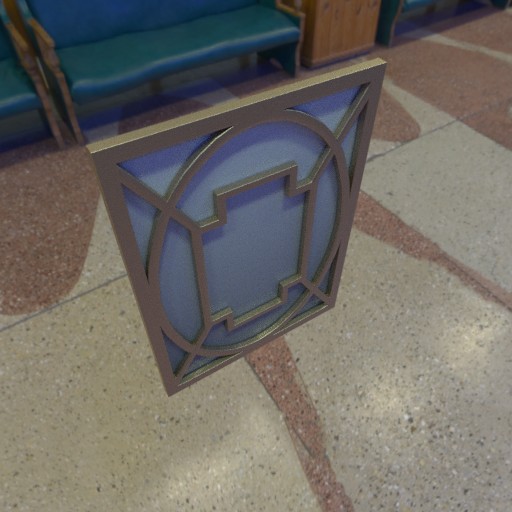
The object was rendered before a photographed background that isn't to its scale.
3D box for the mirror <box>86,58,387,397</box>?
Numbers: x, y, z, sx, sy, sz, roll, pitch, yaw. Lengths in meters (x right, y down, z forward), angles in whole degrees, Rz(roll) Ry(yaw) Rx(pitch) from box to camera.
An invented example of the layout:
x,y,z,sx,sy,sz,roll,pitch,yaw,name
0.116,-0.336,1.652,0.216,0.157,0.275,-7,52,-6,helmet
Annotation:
x,y,z,sx,sy,sz,roll,pitch,yaw,name
0.000,0.000,1.356,0.756,1.023,0.032,-24,51,-21,mirror
